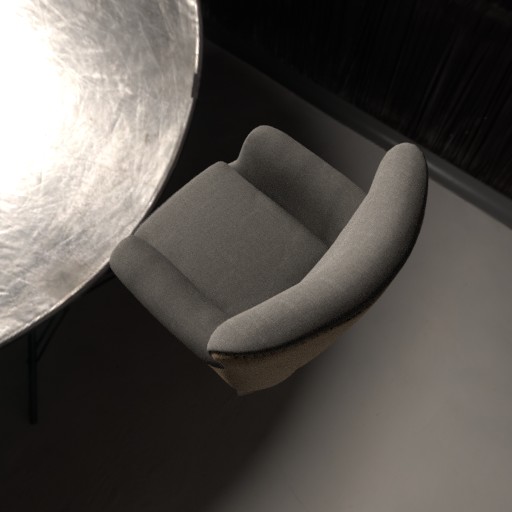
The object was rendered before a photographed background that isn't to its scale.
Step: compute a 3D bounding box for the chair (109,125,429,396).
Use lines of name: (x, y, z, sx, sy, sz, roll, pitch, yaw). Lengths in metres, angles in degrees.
chair: (0.000, 0.000, 1.641, 0.921, 0.936, 0.861, 38, 68, 18)
